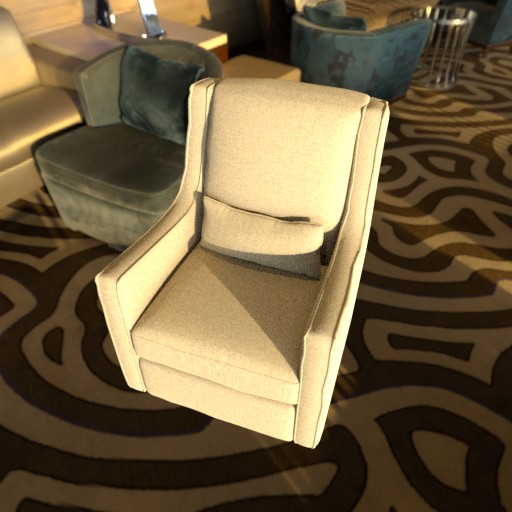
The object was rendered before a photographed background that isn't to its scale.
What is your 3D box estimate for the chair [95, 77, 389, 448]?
[{"bbox_3d":[0.000,0.000,1.588,0.732,0.993,0.879,13,43,15],"label":"chair"}]
